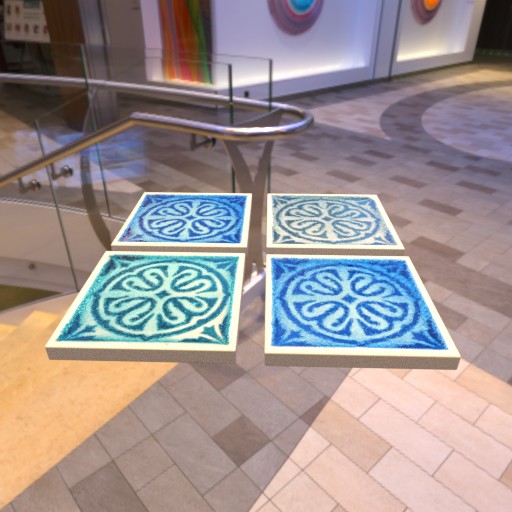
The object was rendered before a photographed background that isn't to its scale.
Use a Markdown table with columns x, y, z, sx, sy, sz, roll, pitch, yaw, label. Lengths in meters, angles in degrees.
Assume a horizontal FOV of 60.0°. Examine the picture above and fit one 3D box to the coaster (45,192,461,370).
| x | y | z | sx | sy | sz | roll | pitch | yaw | label |
| --- | --- | --- | --- | --- | --- | --- | --- | --- | --- |
| 0.000 | 0.000 | 0.327 | 0.219 | 0.010 | 0.214 | 1 | 31 | 1 | coaster |
